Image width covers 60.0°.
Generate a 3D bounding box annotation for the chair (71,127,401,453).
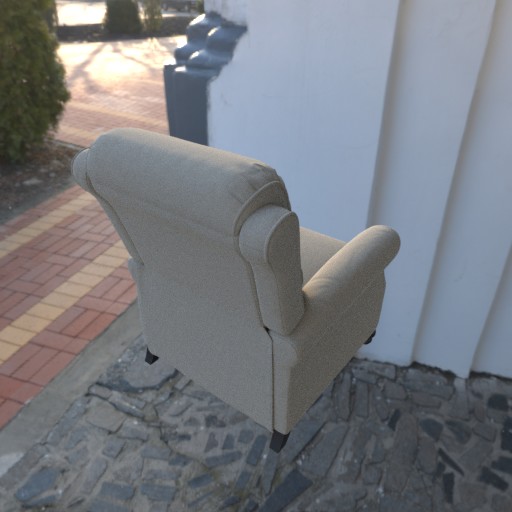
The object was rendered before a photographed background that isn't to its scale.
[{"bbox_3d":[0.000,0.000,1.706,0.859,1.046,0.919,23,38,32],"label":"chair"}]
